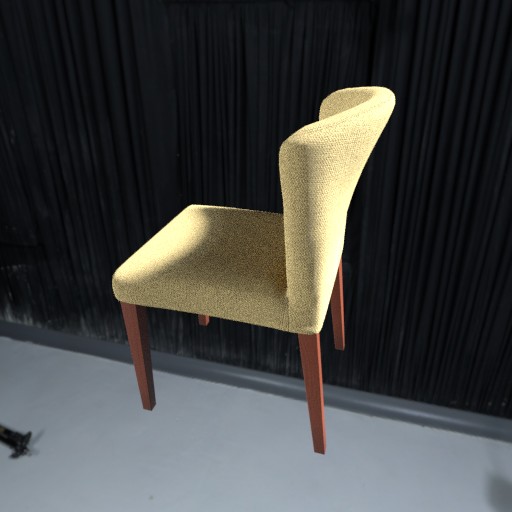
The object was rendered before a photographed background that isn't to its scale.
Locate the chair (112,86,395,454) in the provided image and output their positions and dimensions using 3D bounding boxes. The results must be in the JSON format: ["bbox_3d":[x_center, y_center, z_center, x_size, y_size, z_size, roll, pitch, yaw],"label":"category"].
[{"bbox_3d":[0.000,0.000,1.165,0.589,0.839,0.491,8,29,14],"label":"chair"}]
